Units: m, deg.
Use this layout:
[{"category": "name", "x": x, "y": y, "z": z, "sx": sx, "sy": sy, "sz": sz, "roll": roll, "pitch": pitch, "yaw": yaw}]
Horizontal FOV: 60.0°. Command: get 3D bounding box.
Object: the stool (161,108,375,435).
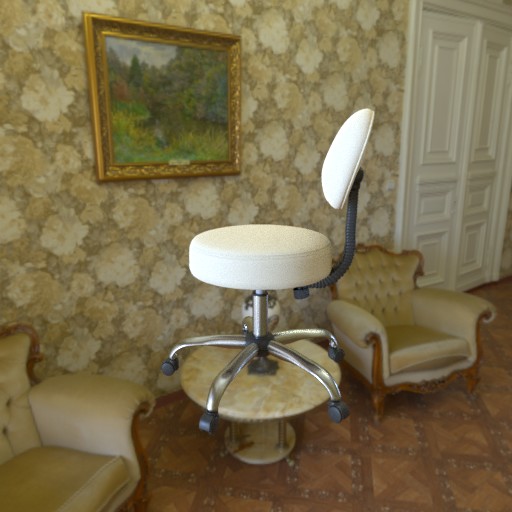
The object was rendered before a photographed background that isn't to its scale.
[{"category": "stool", "x": 0.000, "y": 0.000, "z": 1.305, "sx": 0.616, "sy": 0.810, "sz": 0.609, "roll": 2, "pitch": 14, "yaw": 9}]
